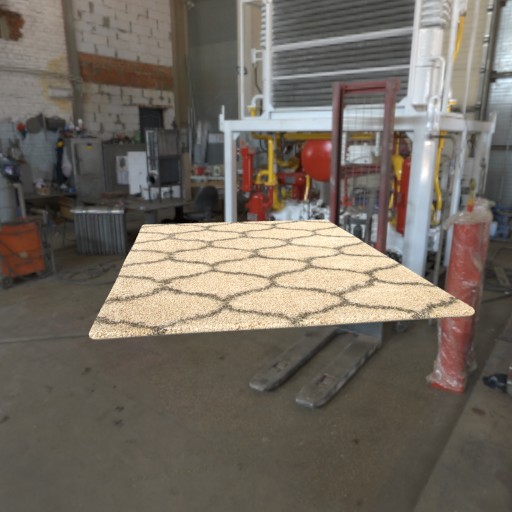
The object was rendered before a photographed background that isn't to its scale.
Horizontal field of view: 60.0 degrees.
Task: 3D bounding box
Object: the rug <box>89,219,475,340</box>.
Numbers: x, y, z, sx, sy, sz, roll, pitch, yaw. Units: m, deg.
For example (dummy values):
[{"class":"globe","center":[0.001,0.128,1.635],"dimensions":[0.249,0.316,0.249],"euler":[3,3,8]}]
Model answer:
[{"class":"rug","center":[0.000,0.000,2.100],"dimensions":[1.200,0.025,1.600],"euler":[-2,15,-8]}]
